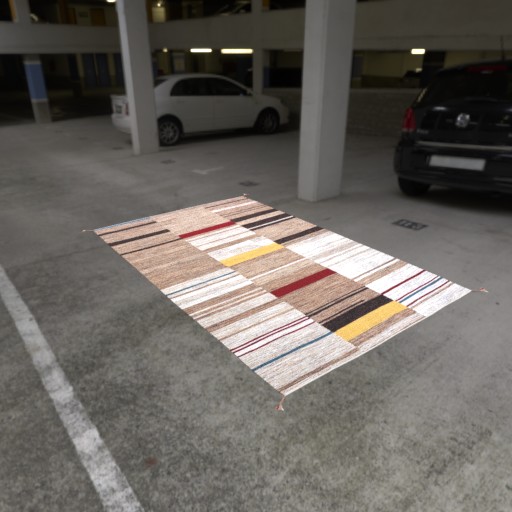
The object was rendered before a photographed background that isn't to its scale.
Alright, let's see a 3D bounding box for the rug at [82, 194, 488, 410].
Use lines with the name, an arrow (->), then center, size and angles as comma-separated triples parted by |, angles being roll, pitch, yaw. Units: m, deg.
rug -> 0.000, 0.000, 2.389 | 1.268, 0.007, 1.918 | -18, 31, -33
